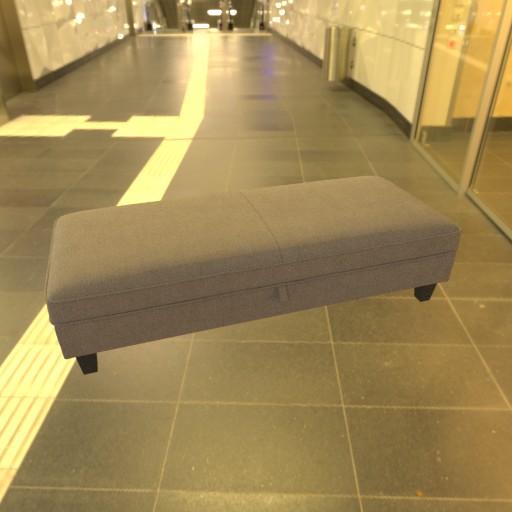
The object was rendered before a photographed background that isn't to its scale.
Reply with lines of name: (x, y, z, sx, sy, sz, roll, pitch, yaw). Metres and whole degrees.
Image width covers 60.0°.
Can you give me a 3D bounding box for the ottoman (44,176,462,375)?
ottoman: (0.000, 0.000, 2.105, 1.764, 0.470, 0.751, -9, 32, -15)
